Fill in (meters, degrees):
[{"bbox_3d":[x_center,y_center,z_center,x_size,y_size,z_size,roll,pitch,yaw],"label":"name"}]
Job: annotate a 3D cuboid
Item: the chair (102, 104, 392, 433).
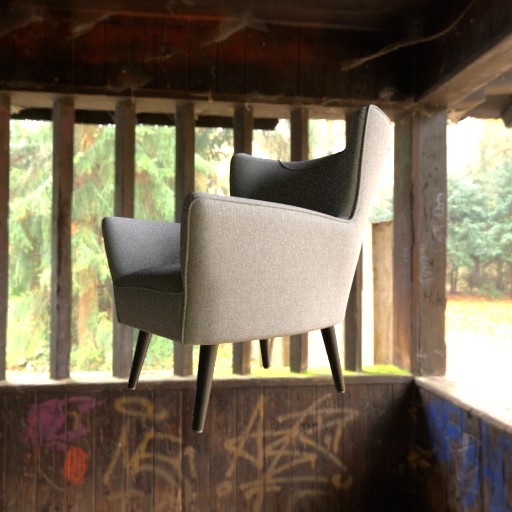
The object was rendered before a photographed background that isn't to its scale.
[{"bbox_3d":[0.000,0.000,1.577,0.888,0.933,0.781,1,-1,-36],"label":"chair"}]
